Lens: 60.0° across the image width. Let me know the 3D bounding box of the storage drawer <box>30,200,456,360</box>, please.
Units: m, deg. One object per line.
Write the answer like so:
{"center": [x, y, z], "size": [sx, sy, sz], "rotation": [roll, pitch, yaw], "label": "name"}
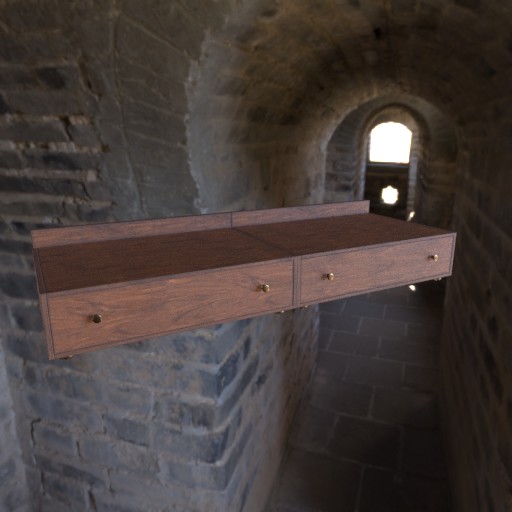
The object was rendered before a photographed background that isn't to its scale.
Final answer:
{"center": [0.000, 0.000, 2.151], "size": [1.914, 0.339, 0.774], "rotation": [-8, 17, -27], "label": "storage drawer"}
